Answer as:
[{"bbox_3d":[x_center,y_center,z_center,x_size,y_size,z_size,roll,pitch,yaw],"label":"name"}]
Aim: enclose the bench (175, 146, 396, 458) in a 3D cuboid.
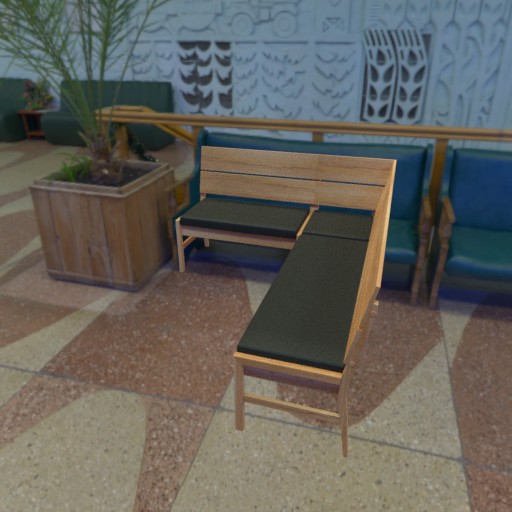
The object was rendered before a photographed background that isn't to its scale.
[{"bbox_3d":[0.000,0.000,2.819,1.548,0.890,1.948,8,27,16],"label":"bench"}]
